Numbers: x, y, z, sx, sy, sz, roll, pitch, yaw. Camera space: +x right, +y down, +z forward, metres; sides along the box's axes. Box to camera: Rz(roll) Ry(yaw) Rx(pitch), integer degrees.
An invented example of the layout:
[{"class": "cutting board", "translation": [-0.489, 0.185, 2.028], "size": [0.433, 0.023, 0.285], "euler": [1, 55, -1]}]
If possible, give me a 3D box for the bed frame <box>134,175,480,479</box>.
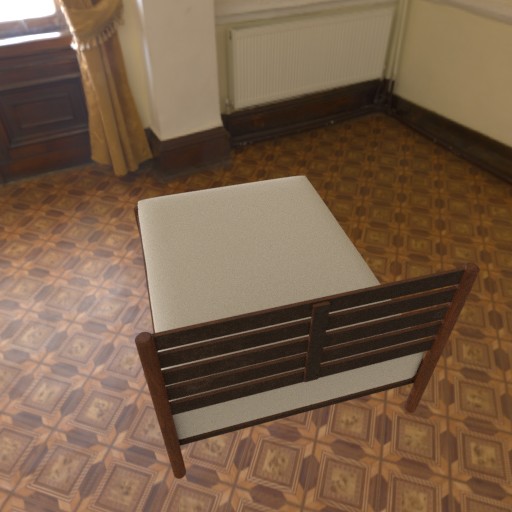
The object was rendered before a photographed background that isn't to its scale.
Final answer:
[{"class": "bed frame", "translation": [0.000, 0.000, 3.212], "size": [1.655, 1.321, 2.234], "euler": [-11, 43, -12]}]
